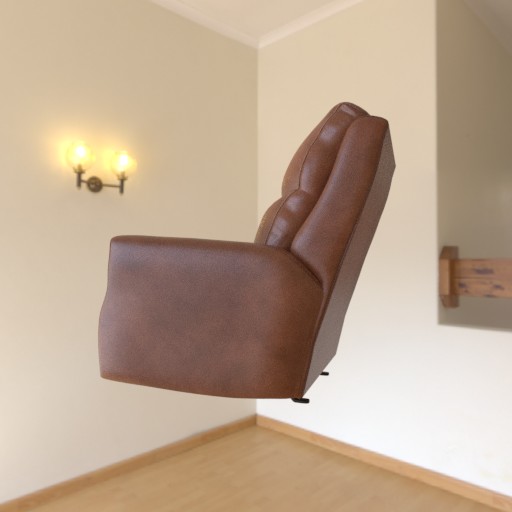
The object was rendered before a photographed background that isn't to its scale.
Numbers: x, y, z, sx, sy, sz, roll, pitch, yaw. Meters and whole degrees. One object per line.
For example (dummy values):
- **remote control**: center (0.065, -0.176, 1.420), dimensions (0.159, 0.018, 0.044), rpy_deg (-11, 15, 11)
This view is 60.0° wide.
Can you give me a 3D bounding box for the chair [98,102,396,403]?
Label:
- **chair**: center (0.000, 0.000, 1.807), dimensions (1.072, 1.016, 0.821), rpy_deg (0, 0, 19)
